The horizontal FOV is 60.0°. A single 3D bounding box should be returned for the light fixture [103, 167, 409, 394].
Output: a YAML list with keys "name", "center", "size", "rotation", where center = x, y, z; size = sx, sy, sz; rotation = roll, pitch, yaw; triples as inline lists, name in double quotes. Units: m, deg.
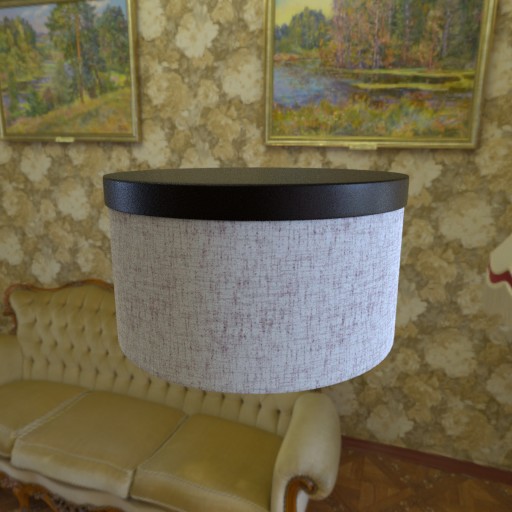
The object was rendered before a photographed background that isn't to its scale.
- name: "light fixture"
  center: [0.000, 0.000, 0.619]
  size: [0.389, 0.229, 0.389]
  rotation: [0, 13, 0]
